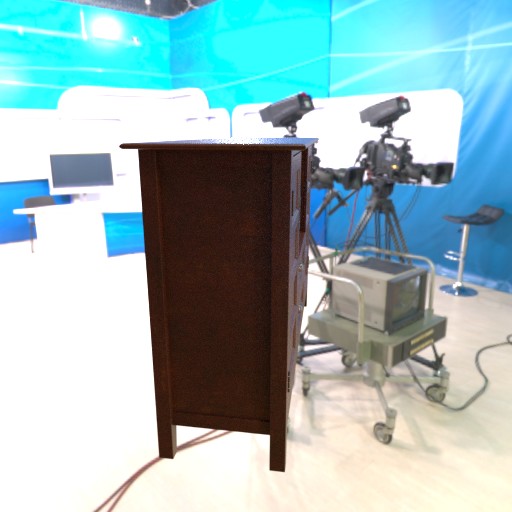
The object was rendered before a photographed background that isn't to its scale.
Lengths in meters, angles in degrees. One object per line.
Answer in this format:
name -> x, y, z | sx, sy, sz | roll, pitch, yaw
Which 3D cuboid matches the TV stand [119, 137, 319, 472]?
TV stand -> 0.000, 0.000, 1.796 | 0.445, 0.915, 1.372 | 2, 16, 9
